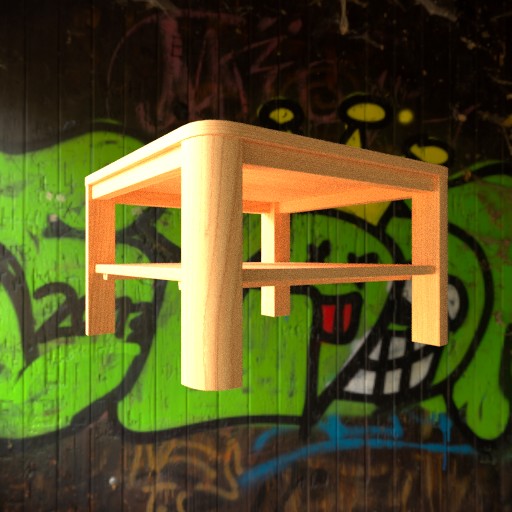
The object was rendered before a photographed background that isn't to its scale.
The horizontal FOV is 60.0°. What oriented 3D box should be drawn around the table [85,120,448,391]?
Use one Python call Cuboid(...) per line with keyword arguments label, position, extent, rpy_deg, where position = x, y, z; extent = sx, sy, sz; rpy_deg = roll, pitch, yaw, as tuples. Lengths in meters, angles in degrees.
Cuboid(label="table", position=(0.000, 0.000, 1.232), extent=(0.750, 0.450, 0.750), rpy_deg=(0, 0, -36))
